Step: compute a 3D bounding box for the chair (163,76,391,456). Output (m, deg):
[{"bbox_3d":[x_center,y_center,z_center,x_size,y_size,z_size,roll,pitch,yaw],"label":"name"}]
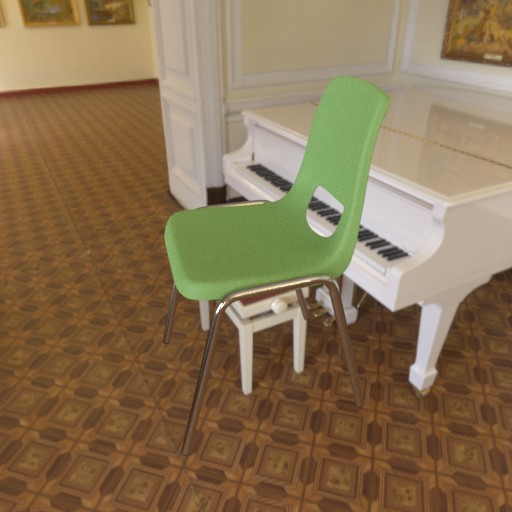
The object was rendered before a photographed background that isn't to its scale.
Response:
[{"bbox_3d":[0.000,0.000,0.962,0.436,0.704,0.381,-8,32,-14],"label":"chair"}]
